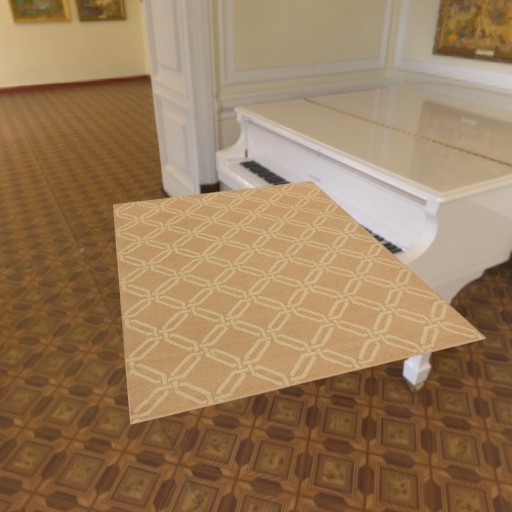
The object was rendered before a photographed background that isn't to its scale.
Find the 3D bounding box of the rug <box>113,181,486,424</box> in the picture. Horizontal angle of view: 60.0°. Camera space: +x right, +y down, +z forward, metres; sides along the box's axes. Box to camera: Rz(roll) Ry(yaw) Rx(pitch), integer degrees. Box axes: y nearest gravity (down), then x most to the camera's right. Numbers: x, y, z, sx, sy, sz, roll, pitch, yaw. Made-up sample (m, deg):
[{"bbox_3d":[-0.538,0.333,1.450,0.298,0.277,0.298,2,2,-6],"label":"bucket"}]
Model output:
[{"bbox_3d":[0.000,0.000,3.817,2.288,0.018,2.895,-9,32,-15],"label":"rug"}]
